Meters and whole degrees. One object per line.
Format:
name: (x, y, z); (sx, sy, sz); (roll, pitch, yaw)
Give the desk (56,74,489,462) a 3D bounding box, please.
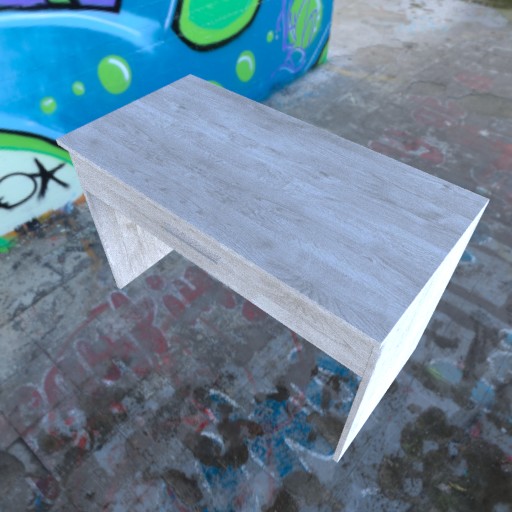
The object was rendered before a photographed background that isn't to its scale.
desk: (0.000, 0.000, 1.502); (1.100, 0.730, 0.560); (32, 55, 26)
